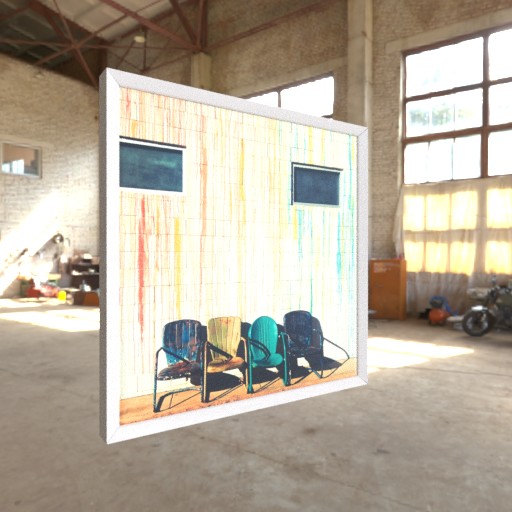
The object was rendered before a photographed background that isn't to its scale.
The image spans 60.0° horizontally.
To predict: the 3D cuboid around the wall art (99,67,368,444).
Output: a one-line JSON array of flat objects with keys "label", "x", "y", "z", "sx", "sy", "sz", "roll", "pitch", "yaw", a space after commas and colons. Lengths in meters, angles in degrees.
[{"label": "wall art", "x": 0.000, "y": 0.000, "z": 0.752, "sx": 0.508, "sy": 0.508, "sz": 0.037, "roll": 0, "pitch": 0, "yaw": -34}]
